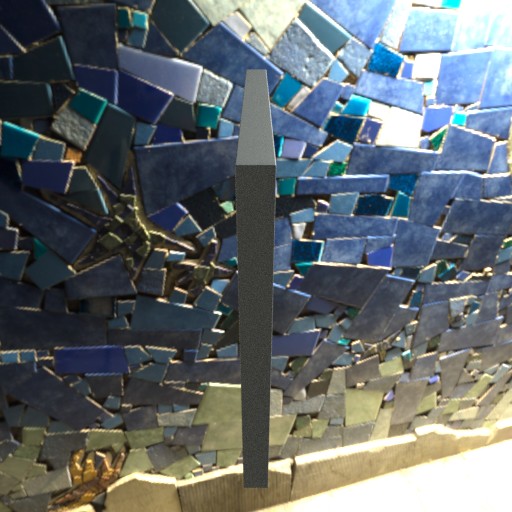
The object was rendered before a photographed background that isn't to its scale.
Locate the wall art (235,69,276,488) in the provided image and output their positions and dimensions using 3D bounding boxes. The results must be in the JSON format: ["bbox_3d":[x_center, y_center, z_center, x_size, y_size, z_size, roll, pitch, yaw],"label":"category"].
[{"bbox_3d":[0.000,0.000,0.749,0.037,0.508,0.508,0,32,0],"label":"wall art"}]
